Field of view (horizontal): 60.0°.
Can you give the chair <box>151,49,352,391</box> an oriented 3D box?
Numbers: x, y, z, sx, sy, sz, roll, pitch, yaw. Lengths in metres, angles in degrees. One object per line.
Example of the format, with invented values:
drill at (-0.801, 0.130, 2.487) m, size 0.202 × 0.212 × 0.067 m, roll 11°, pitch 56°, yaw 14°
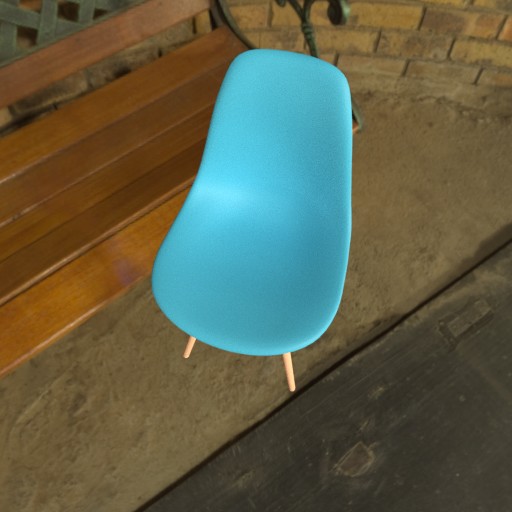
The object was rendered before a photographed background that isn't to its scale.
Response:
chair at (0.000, 0.000, 1.157) m, size 0.470 × 0.826 × 0.531 m, roll 15°, pitch 60°, yaw 9°
